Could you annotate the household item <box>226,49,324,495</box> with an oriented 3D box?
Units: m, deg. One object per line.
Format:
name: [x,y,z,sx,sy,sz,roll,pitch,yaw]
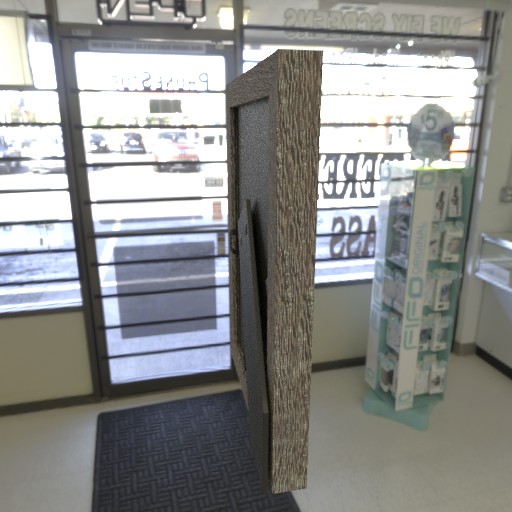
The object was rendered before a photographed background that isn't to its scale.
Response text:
household item: [0.000,0.000,0.234,0.020,0.180,0.133,-3,16,-11]
